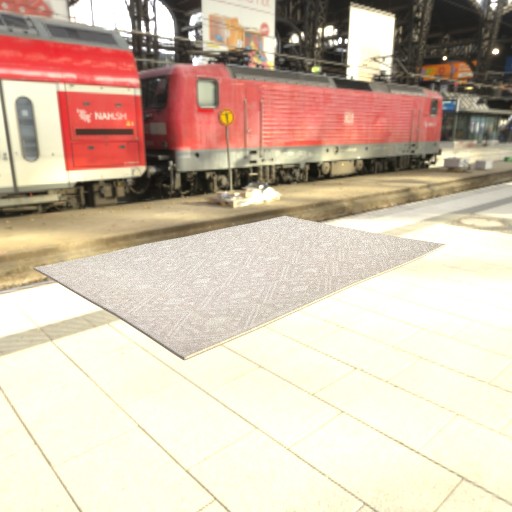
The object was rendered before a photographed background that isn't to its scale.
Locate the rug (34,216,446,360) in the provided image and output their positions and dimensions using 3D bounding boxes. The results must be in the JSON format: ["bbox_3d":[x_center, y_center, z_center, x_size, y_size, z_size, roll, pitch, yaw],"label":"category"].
[{"bbox_3d":[0.000,0.000,2.352,1.829,0.034,1.252,-15,22,-42],"label":"rug"}]
